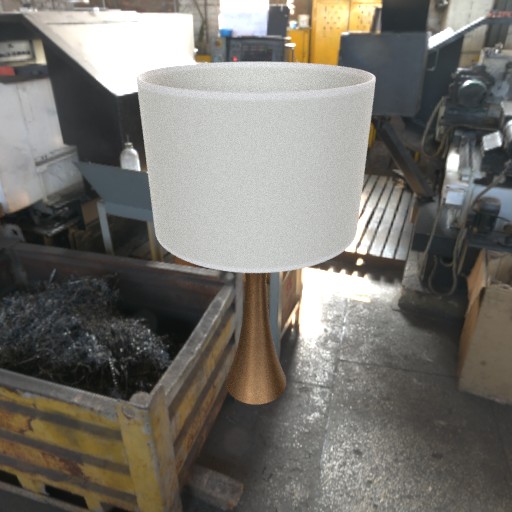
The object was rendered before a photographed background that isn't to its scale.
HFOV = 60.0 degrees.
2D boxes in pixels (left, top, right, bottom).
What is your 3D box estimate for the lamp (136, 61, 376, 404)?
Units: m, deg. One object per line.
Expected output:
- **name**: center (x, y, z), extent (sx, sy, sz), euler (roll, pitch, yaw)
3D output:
- **lamp**: center (0.000, 0.000, 0.625), extent (0.268, 0.479, 0.268), euler (-11, 31, -18)
